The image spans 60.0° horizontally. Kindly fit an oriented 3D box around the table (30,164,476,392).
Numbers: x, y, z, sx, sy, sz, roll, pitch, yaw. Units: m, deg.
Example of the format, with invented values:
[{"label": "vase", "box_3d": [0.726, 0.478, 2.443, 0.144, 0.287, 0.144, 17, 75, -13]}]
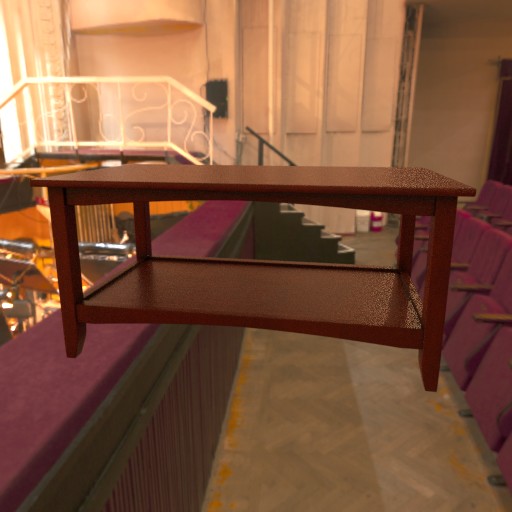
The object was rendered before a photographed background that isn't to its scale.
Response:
[{"label": "table", "box_3d": [0.000, 0.000, 1.229, 0.943, 0.456, 0.533, 3, 16, 10]}]
